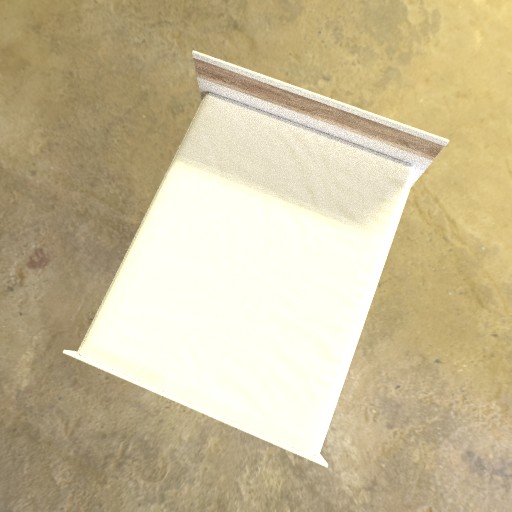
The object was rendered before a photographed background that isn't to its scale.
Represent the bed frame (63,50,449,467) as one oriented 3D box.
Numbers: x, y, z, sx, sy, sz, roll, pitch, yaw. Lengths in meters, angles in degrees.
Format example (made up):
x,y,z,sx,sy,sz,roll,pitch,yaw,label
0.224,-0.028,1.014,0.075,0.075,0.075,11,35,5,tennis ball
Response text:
x,y,z,sx,sy,sz,roll,pitch,yaw,label
0.000,0.000,2.943,1.720,0.800,2.060,21,76,5,bed frame
